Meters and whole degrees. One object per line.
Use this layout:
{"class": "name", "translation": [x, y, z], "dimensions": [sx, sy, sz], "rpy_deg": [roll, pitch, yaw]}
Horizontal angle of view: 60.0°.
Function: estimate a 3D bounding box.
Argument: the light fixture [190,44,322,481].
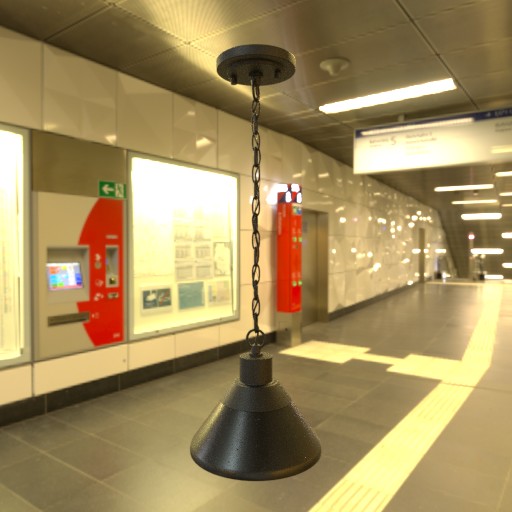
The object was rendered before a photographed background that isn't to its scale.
{"class": "light fixture", "translation": [0.000, 0.000, 0.677], "dimensions": [0.201, 0.588, 0.201], "rpy_deg": [0, 1, 17]}
